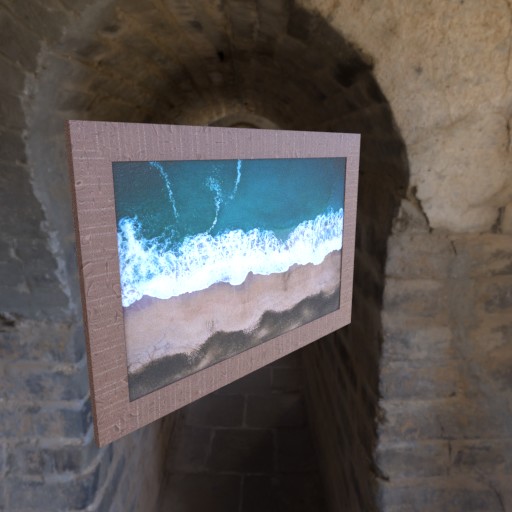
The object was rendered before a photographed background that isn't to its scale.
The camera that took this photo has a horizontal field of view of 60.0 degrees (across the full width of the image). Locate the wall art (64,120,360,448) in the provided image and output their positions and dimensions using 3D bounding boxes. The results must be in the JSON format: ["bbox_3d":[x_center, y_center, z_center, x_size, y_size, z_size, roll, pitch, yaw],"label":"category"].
[{"bbox_3d":[0.000,0.000,1.137,0.019,0.626,0.917,13,18,42],"label":"wall art"}]
